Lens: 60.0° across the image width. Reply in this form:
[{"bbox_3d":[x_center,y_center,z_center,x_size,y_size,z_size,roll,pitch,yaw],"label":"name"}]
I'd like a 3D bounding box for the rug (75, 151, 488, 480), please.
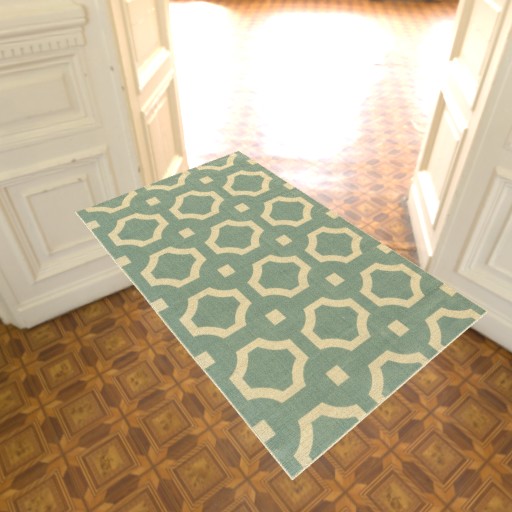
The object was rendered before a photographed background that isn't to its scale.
[{"bbox_3d":[0.000,0.000,2.952,1.528,0.015,2.443,-28,49,-27],"label":"rug"}]
